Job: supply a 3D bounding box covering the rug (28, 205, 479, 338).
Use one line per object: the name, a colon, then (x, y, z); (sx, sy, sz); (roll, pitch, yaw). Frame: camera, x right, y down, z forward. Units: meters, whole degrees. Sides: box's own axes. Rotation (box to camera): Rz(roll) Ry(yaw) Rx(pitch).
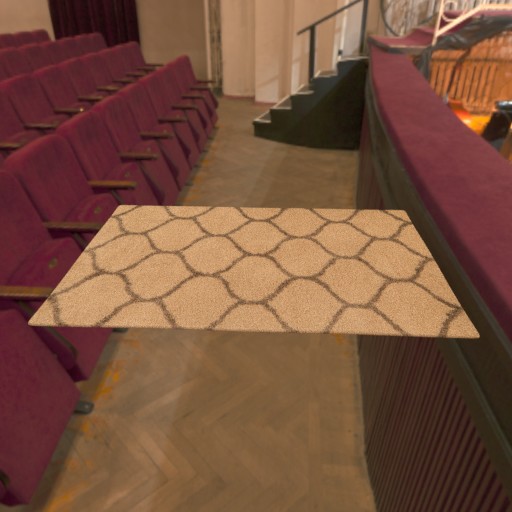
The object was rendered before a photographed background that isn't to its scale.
rug: (0.000, 0.000, 3.412); (2.701, 0.026, 1.801); (1, 30, 2)
